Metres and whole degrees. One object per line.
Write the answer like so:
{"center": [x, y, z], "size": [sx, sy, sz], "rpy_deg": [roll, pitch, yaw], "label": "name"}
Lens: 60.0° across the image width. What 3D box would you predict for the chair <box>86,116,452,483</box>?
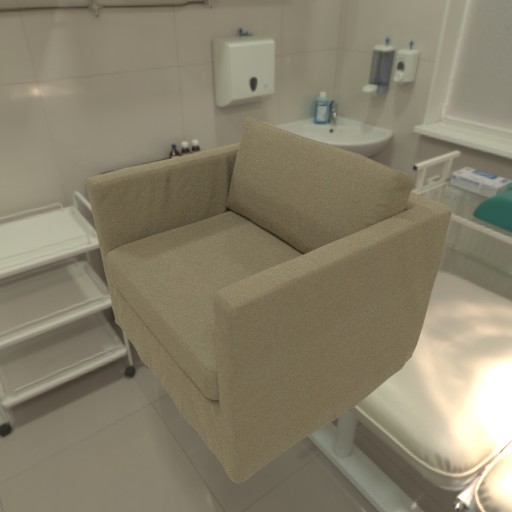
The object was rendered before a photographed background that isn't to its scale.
{"center": [0.000, 0.000, 1.758], "size": [0.949, 0.863, 1.057], "rpy_deg": [-22, 38, -31], "label": "chair"}
